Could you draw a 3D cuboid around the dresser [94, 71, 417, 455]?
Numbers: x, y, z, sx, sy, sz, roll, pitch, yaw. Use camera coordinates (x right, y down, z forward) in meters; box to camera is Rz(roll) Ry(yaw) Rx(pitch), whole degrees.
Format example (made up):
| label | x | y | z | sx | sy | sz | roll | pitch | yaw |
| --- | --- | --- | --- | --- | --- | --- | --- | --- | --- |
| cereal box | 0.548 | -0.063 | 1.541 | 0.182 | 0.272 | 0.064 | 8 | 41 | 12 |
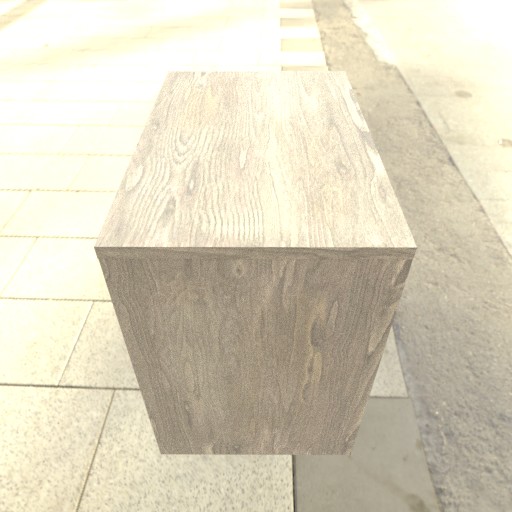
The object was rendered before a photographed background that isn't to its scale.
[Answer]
| label | x | y | z | sx | sy | sz | roll | pitch | yaw |
| --- | --- | --- | --- | --- | --- | --- | --- | --- | --- |
| dresser | 0.000 | 0.000 | 1.280 | 0.529 | 0.762 | 0.809 | 0 | 42 | 0 |
